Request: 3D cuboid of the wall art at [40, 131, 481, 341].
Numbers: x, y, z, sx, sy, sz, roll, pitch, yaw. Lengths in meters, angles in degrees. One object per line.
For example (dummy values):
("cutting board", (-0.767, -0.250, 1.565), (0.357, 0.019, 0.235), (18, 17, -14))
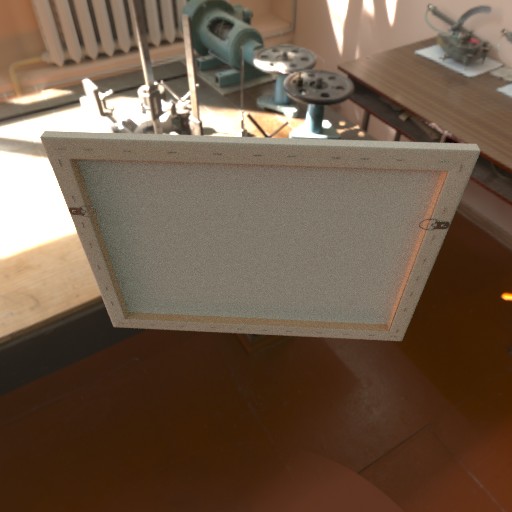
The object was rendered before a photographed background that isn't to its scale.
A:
("wall art", (0.000, 0.000, 1.558), (1.219, 0.912, 0.042), (2, 46, 2))
